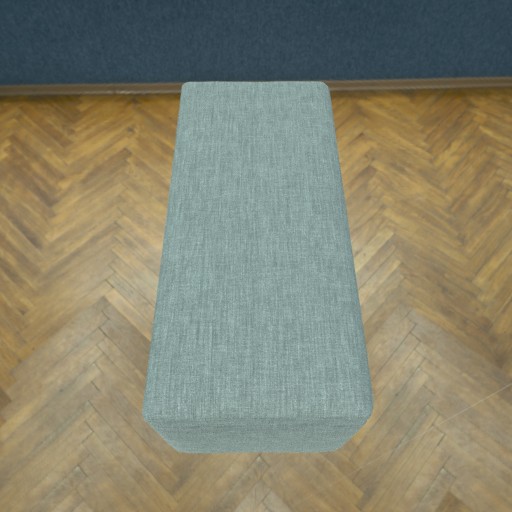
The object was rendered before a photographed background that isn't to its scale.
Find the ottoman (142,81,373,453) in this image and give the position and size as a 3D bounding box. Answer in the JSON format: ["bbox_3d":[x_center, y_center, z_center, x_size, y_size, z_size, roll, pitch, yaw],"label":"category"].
[{"bbox_3d":[0.000,0.000,1.138,0.419,0.432,0.902,0,59,0],"label":"ottoman"}]
